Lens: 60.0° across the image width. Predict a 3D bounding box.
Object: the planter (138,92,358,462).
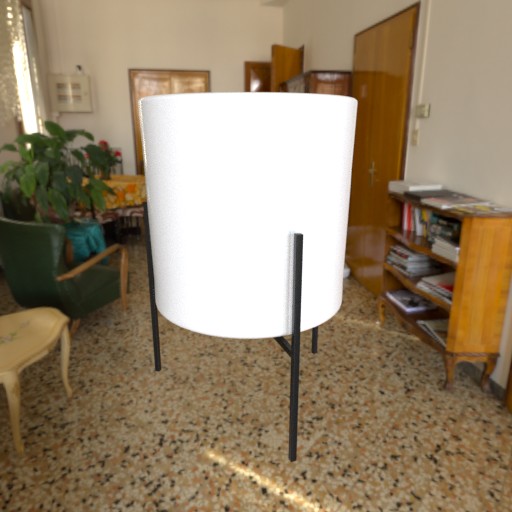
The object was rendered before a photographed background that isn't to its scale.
[{"bbox_3d":[0.000,0.000,0.648,0.308,0.431,0.307,-16,23,-43],"label":"planter"}]
